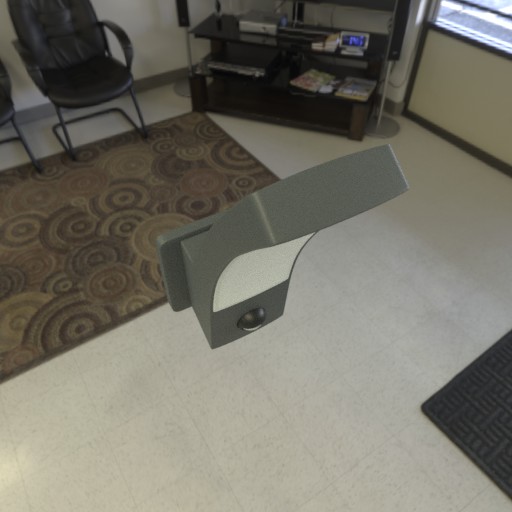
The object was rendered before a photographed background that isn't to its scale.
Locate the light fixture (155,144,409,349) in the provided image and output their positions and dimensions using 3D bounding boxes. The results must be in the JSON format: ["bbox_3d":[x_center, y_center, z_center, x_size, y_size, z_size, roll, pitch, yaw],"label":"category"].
[{"bbox_3d":[0.000,0.000,0.334,0.108,0.243,0.174,-23,50,-20],"label":"light fixture"}]
